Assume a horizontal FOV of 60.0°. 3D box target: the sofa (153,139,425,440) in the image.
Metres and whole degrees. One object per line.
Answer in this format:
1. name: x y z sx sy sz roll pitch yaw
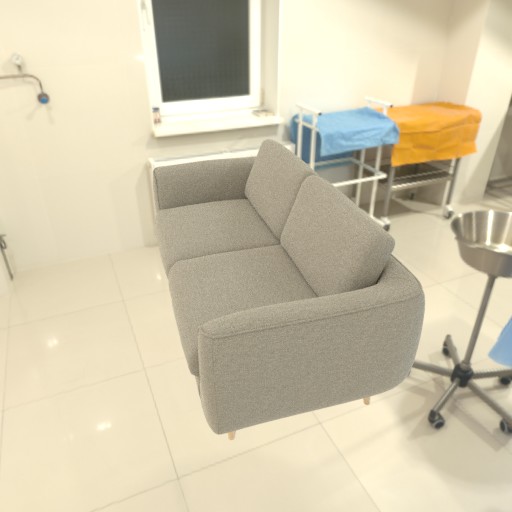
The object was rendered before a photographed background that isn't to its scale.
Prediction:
1. sofa: 0.000 0.000 2.260 0.920 0.850 1.700 -9 32 -14
